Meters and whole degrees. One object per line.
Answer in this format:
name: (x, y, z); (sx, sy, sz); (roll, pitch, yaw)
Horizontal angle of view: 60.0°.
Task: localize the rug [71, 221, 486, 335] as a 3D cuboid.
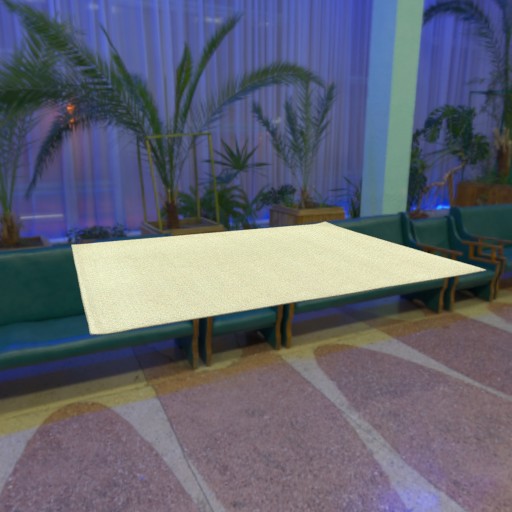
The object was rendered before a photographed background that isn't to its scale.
rug: (0.000, 0.000, 3.851); (2.897, 0.035, 2.277); (-6, 16, -23)
